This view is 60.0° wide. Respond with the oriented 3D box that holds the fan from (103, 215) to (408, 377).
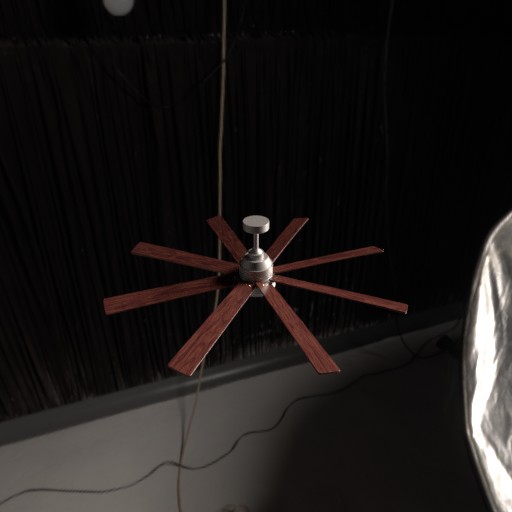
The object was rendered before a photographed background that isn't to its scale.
[{"bbox_3d":[0.000,0.000,2.712,1.830,0.472,1.830,-11,31,-19],"label":"fan"}]
